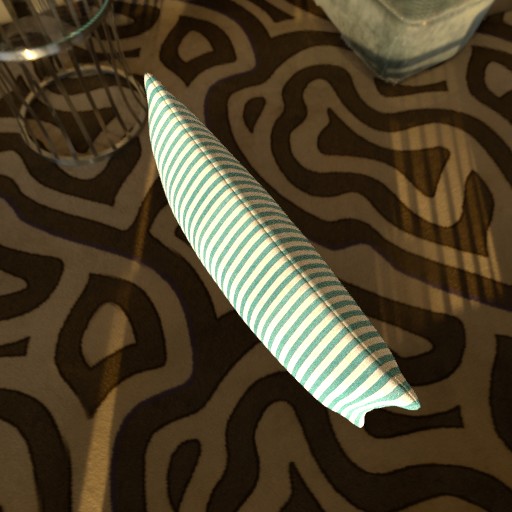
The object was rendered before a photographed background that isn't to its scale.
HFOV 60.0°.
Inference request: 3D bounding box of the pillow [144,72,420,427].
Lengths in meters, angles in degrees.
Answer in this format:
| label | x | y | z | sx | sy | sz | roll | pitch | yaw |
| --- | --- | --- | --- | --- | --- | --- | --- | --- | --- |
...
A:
| label | x | y | z | sx | sy | sz | roll | pitch | yaw |
| --- | --- | --- | --- | --- | --- | --- | --- | --- | --- |
| pillow | 0.000 | 0.000 | 0.720 | 0.151 | 0.295 | 0.617 | -32 | 68 | -14 |
